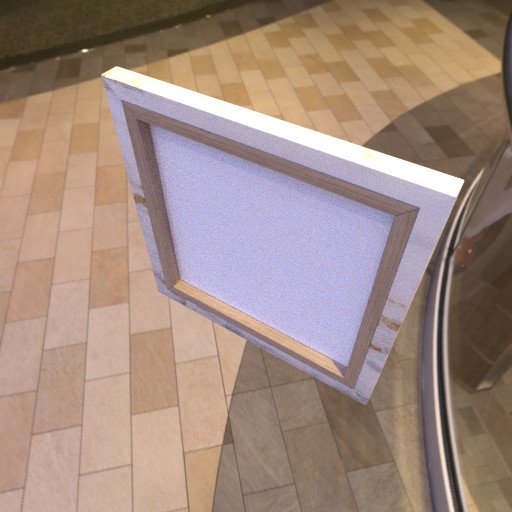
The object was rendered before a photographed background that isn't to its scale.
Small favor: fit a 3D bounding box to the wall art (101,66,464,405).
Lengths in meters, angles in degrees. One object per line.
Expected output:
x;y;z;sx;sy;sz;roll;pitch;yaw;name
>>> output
0.000;0.000;0.896;0.611;0.613;0.040;25;52;21;wall art
